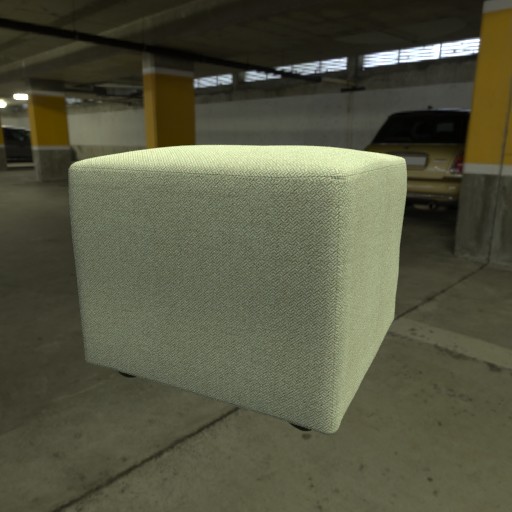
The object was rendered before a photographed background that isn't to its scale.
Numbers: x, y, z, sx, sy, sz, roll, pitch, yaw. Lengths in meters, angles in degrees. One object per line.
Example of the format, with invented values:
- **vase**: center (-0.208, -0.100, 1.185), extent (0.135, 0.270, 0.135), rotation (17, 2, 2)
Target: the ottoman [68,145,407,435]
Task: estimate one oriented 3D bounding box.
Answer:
- **ottoman**: center (0.000, 0.000, 0.934), extent (0.521, 0.453, 0.512), rotation (7, 16, 26)
